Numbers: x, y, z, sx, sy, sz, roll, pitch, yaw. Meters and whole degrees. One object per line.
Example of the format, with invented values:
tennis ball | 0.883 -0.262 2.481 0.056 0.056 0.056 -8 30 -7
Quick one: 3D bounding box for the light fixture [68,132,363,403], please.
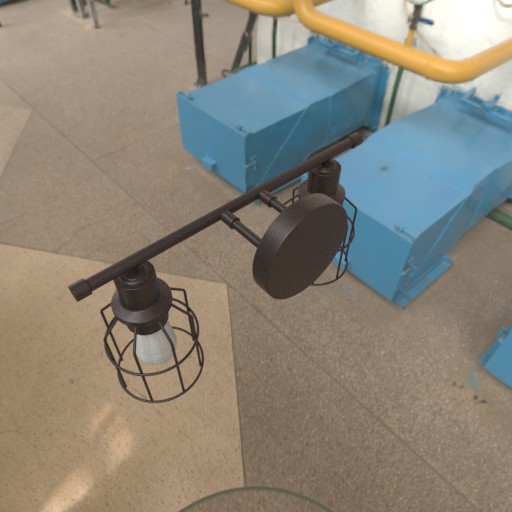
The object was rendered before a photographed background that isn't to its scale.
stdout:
light fixture | 0.000 0.000 0.541 0.406 0.254 0.165 -32 55 -27
